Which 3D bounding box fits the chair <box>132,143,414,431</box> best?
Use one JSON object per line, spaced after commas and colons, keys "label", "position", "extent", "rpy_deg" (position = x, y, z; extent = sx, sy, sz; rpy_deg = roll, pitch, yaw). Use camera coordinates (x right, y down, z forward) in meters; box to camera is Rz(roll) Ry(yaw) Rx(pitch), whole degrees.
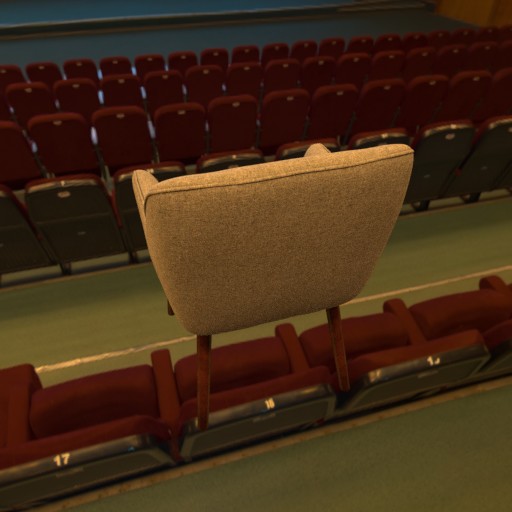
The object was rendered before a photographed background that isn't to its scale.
{"label": "chair", "position": [0.000, 0.000, 1.149], "extent": [0.543, 0.803, 0.519], "rpy_deg": [-11, 43, -12]}
